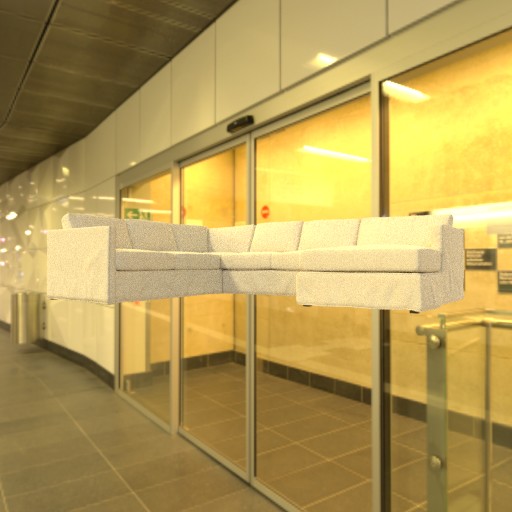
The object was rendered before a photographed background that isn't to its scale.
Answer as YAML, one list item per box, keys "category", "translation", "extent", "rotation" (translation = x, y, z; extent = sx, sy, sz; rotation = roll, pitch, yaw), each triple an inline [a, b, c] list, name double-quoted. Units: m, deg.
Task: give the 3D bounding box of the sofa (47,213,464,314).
- category: "sofa"
  translation: [0.000, 0.000, 4.434]
  extent: [3.460, 0.882, 2.427]
  rotation: [-1, -1, 35]
